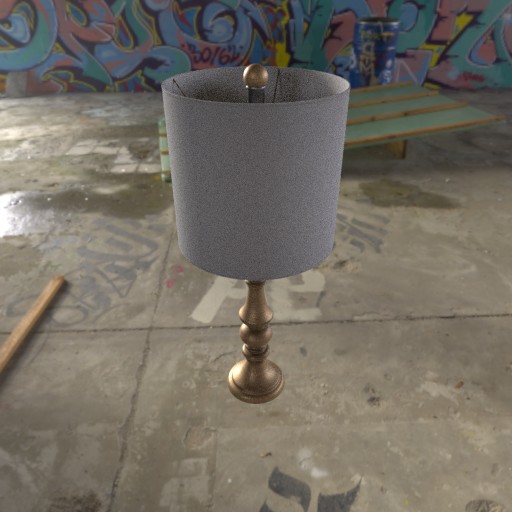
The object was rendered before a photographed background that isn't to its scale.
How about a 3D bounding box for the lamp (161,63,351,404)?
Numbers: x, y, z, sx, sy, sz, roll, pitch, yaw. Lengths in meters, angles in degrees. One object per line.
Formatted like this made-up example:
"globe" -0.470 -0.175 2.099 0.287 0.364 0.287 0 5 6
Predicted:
"lamp" 0.000 0.000 0.742 0.250 0.597 0.250 9 33 15
